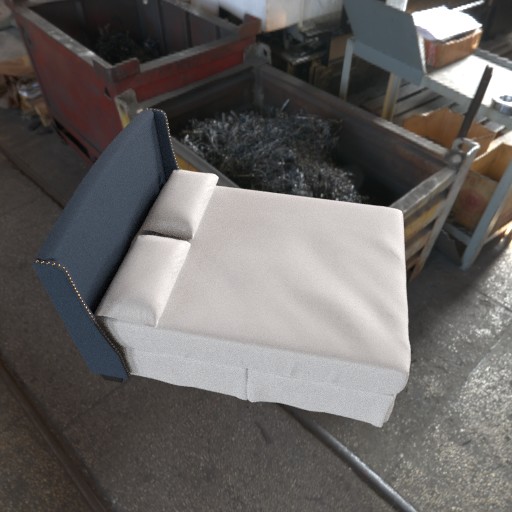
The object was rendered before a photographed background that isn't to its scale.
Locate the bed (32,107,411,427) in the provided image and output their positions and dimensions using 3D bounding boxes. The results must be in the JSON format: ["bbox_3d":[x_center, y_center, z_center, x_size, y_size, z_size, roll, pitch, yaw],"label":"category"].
[{"bbox_3d":[0.000,0.000,3.301,2.237,1.407,1.710,8,48,8],"label":"bed"}]
